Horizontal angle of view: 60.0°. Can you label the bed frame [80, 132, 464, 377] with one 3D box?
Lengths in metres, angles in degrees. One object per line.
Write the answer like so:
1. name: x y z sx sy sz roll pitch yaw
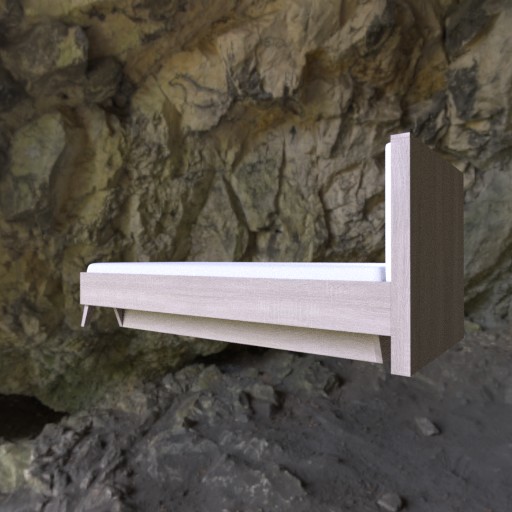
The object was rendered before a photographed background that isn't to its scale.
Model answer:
1. bed frame: 0.000 0.000 2.693 2.140 0.920 0.990 0 0 36
